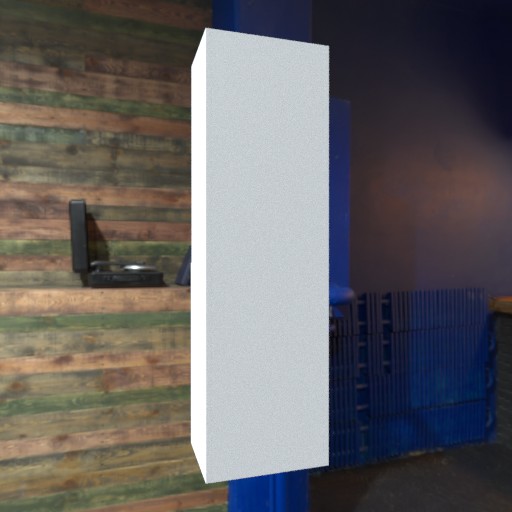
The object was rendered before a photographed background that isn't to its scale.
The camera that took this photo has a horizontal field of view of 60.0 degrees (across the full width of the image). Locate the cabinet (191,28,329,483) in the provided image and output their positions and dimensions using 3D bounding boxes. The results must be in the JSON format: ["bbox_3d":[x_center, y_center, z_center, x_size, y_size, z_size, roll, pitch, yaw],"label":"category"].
[{"bbox_3d":[0.000,0.000,1.513,0.400,1.350,0.300,0,0,-17],"label":"cabinet"}]
